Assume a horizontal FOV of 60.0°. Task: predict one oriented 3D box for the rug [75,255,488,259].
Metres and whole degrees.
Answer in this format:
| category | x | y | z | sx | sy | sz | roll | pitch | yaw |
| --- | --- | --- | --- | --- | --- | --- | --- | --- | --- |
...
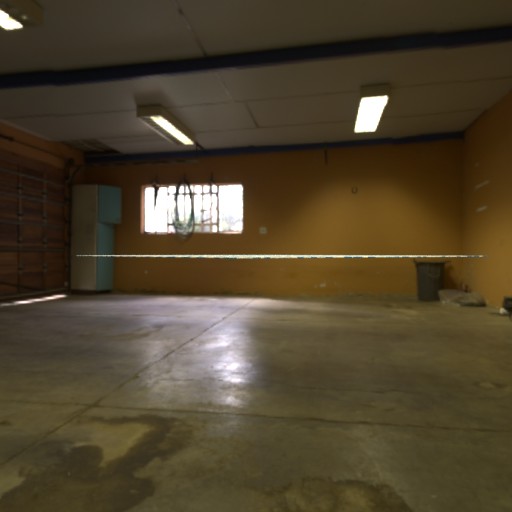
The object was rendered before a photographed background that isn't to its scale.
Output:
| category | x | y | z | sx | sy | sz | roll | pitch | yaw |
| --- | --- | --- | --- | --- | --- | --- | --- | --- | --- |
| rug | 0.000 | 0.000 | 4.051 | 2.435 | 0.007 | 3.007 | 0 | 0 | -35 |
